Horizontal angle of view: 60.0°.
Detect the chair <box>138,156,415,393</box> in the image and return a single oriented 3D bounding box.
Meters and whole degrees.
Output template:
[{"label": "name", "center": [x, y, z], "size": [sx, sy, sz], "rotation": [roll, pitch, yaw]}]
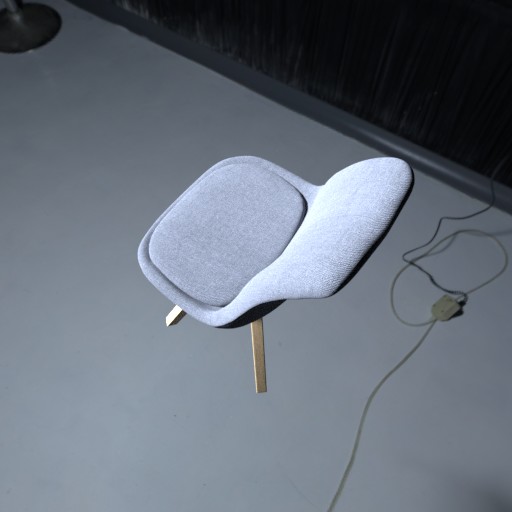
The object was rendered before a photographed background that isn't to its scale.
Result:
[{"label": "chair", "center": [0.000, 0.000, 1.179], "size": [0.550, 0.850, 0.485], "rotation": [33, 68, 15]}]
